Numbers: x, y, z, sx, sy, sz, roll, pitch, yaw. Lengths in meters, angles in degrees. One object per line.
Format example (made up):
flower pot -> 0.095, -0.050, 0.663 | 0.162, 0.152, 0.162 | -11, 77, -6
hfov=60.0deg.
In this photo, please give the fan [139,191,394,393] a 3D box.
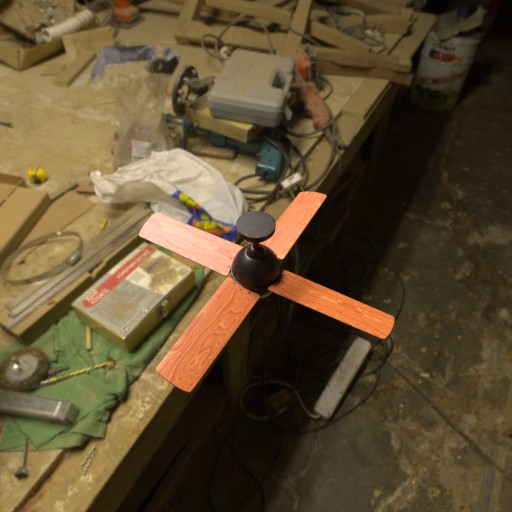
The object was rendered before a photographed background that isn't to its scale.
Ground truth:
fan -> 0.000, 0.000, 2.034 | 1.332, 0.403, 1.332 | 23, 51, 20
